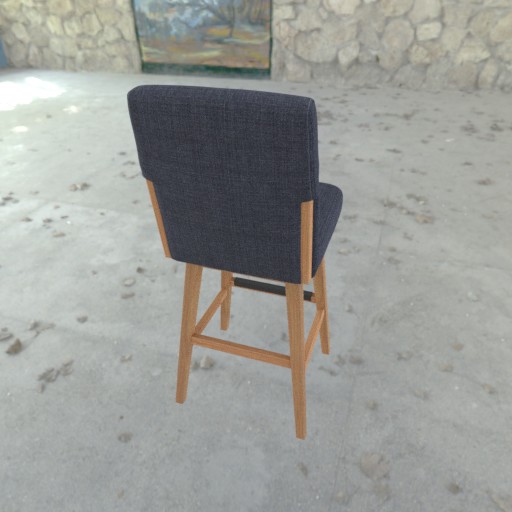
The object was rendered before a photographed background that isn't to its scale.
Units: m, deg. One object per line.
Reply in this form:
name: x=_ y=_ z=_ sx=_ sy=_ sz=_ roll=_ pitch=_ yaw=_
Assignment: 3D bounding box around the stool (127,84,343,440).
stool: x=0.000 y=0.000 z=1.415 sx=0.483 sy=1.112 sz=0.570 roll=10 pitch=33 yaw=16
